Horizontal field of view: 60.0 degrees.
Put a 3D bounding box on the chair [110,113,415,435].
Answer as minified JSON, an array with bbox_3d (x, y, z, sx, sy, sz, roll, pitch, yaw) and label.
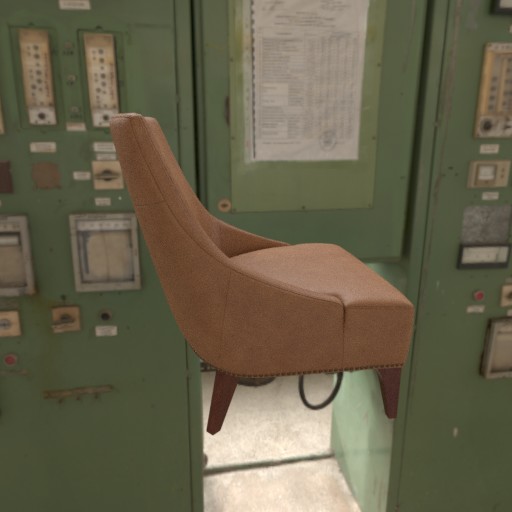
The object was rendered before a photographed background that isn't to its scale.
[{"bbox_3d":[0.000,0.000,1.502,0.861,0.909,0.701,-2,16,-8],"label":"chair"}]
